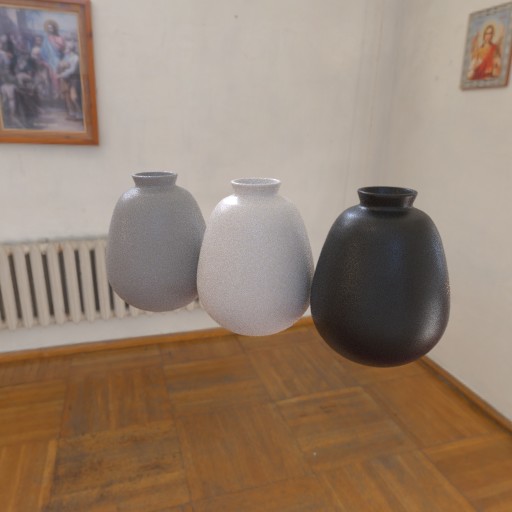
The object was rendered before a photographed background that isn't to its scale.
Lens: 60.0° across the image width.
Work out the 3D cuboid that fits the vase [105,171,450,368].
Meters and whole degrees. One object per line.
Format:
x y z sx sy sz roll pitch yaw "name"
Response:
0.000 0.000 0.362 0.297 0.122 0.097 9 19 26 "vase"
